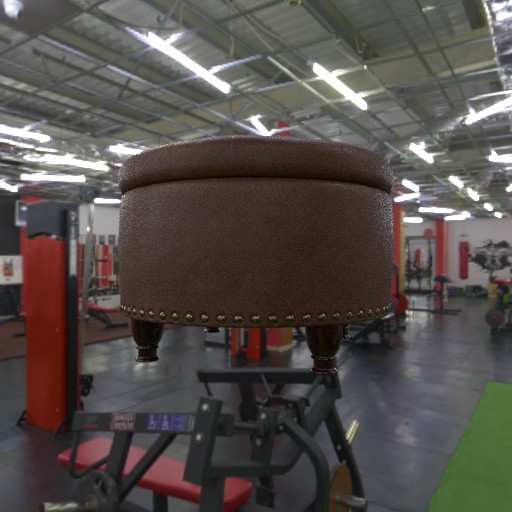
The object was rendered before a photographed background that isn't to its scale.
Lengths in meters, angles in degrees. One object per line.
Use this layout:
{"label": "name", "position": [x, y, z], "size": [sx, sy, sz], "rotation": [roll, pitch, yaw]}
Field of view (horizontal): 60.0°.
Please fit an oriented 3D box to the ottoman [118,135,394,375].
{"label": "ottoman", "position": [0.000, 0.000, 1.074], "size": [0.637, 0.442, 0.637], "rotation": [0, 0, 0]}
